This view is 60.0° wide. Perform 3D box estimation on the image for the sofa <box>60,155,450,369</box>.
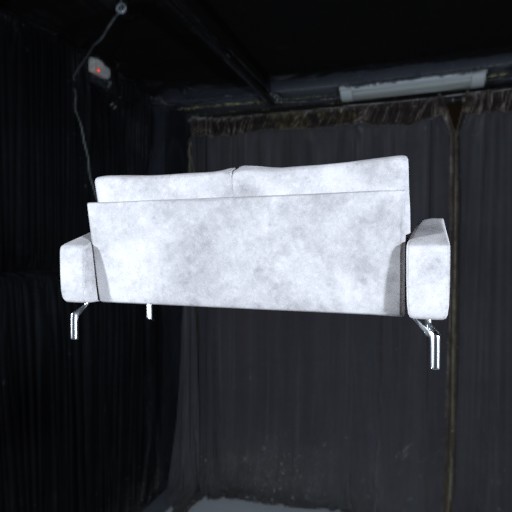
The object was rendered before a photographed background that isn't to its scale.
[{"bbox_3d":[0.000,0.000,2.353,1.837,0.859,0.849,0,1,19],"label":"sofa"}]
